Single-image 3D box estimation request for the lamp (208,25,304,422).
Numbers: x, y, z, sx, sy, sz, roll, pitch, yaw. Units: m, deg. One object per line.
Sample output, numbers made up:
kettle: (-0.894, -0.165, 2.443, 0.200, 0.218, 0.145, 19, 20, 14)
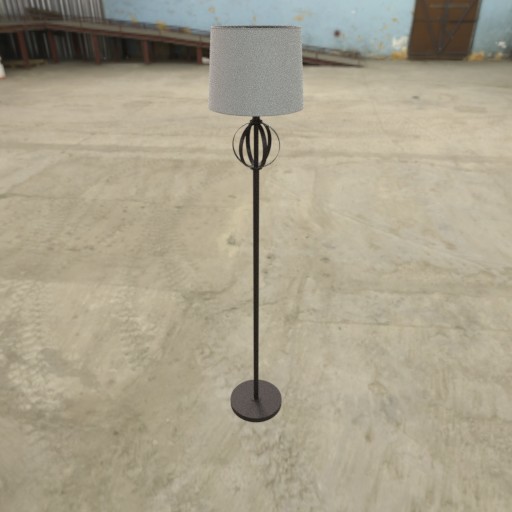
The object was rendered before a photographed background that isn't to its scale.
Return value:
lamp: (0.000, 0.000, 1.590, 0.286, 1.462, 0.286, 20, 34, 31)
